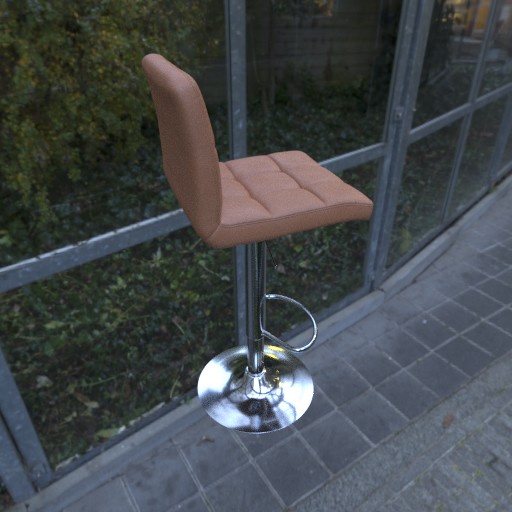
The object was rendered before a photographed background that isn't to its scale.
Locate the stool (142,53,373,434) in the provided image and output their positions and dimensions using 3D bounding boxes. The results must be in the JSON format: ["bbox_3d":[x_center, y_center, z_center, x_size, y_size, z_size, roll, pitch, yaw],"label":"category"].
[{"bbox_3d":[0.000,0.000,1.350,0.505,1.115,0.430,-11,33,-17],"label":"stool"}]
